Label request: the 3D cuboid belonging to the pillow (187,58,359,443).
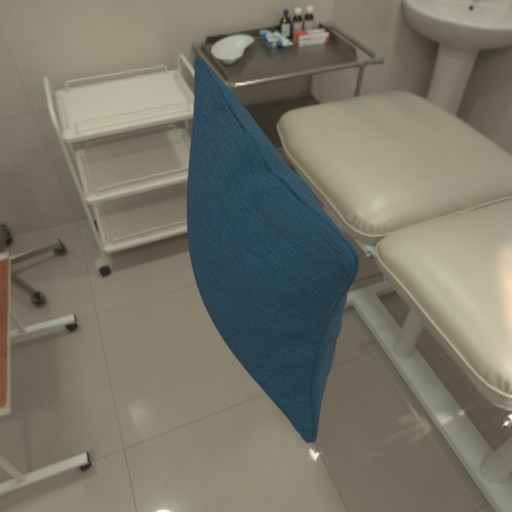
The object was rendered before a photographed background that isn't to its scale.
[{"bbox_3d":[0.000,0.000,0.654,0.177,0.420,0.437,-17,49,-15],"label":"pillow"}]
